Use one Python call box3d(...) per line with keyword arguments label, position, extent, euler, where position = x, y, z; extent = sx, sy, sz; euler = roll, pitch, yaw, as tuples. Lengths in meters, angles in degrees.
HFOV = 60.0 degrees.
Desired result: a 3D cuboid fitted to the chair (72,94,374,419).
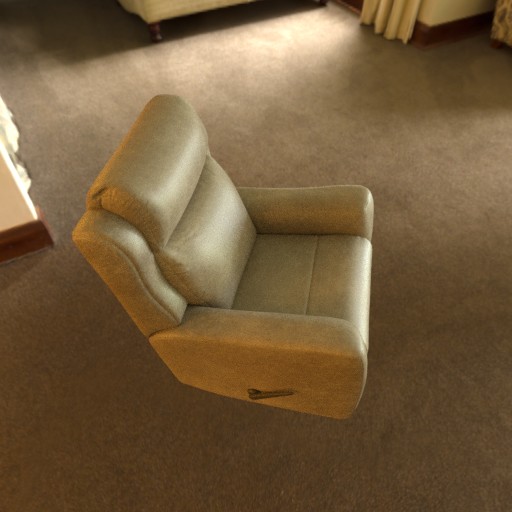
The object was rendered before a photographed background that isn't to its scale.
box3d(label="chair", position=(0.000, 0.000, 1.938), extent=(1.068, 1.116, 0.967), euler=(9, 49, 8))
